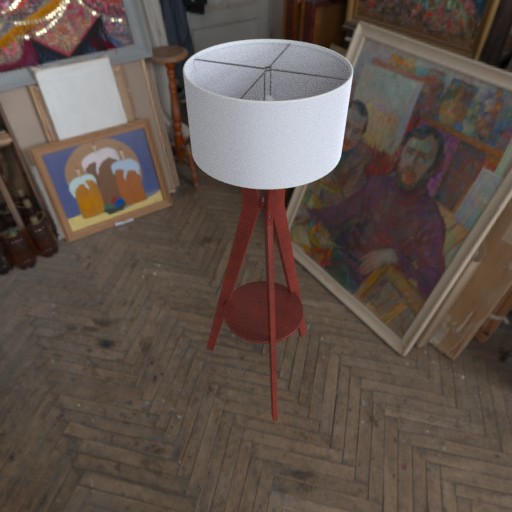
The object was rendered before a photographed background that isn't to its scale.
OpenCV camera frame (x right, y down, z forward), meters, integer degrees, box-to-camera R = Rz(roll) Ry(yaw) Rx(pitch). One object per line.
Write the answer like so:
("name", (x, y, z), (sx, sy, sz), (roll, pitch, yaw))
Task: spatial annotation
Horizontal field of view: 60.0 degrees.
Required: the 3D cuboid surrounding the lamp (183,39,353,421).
("lamp", (0.000, 0.000, 1.749), (0.542, 1.472, 0.539), (14, 45, 14))
